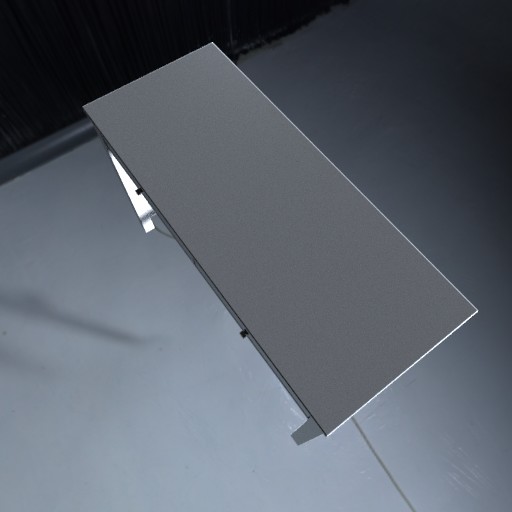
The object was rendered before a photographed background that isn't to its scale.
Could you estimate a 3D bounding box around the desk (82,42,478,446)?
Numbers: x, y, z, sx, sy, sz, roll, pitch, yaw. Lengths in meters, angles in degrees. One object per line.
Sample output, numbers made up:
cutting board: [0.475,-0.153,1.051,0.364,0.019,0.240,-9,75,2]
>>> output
desk: [0.000,0.000,1.591,0.504,0.762,1.191,-34,69,-15]
